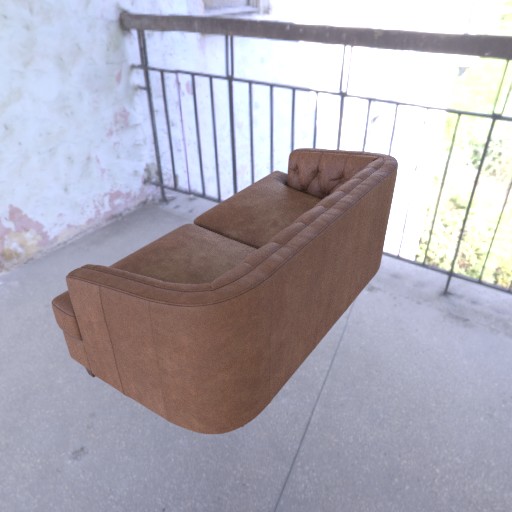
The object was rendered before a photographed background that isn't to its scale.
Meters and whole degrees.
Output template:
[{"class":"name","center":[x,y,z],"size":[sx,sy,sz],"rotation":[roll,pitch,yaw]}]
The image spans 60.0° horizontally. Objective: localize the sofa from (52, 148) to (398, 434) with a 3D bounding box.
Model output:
[{"class":"sofa","center":[0.000,0.000,2.275],"size":[0.914,0.786,1.755],"rotation":[21,38,29]}]
